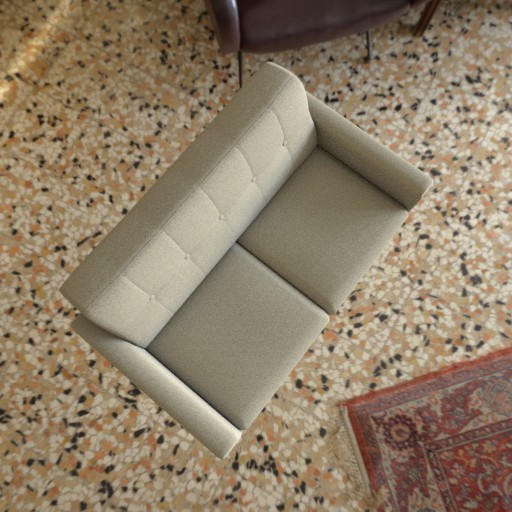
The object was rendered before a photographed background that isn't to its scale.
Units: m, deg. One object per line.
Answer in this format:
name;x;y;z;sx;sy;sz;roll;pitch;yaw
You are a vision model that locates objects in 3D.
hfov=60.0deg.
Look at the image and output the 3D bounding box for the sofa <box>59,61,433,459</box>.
sofa;0.000;0.000;2.256;0.980;0.892;1.655;38;79;9
